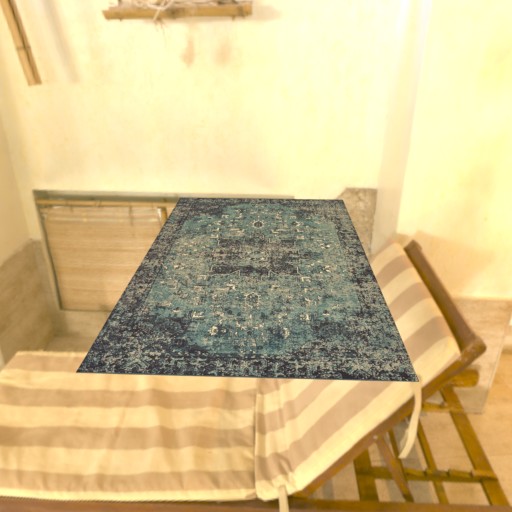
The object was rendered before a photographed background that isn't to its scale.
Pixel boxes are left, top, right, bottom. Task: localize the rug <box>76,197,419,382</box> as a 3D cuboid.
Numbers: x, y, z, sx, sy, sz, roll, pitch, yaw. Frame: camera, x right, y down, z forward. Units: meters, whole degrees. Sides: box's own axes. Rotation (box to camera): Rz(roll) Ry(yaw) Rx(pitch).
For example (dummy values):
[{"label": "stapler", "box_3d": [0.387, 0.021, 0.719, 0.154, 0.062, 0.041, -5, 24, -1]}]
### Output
[{"label": "rug", "box_3d": [0.000, 0.000, 3.052, 1.525, 0.007, 2.440, 1, 26, 2]}]
